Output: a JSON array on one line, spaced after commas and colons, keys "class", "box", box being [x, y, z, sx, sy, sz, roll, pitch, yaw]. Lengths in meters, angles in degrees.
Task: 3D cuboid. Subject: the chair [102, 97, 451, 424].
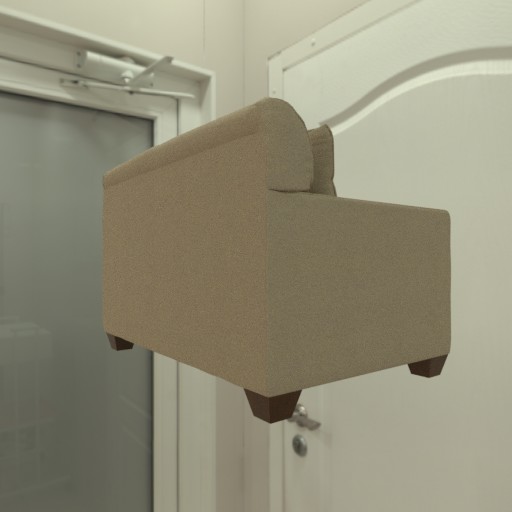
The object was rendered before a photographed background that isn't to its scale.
[{"class": "chair", "box": [0.000, 0.000, 2.034, 1.000, 0.948, 1.383, 0, 0, -37]}]
